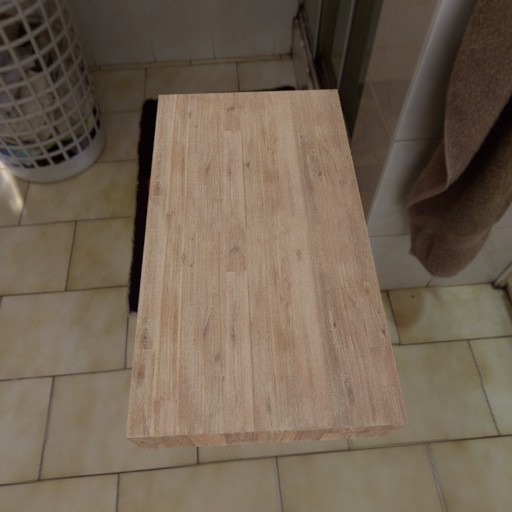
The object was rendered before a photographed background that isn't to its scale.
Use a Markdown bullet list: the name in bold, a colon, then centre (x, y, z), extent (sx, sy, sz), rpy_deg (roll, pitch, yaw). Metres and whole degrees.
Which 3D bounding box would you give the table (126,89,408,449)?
- **table**: centre (0.000, 0.000, 2.059), extent (0.918, 0.531, 1.619), rpy_deg (-2, 59, -1)
